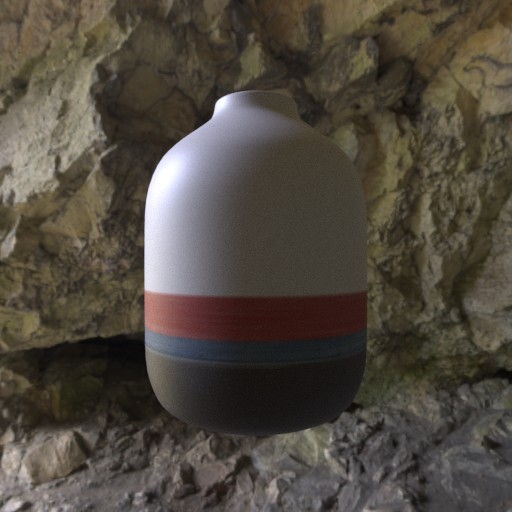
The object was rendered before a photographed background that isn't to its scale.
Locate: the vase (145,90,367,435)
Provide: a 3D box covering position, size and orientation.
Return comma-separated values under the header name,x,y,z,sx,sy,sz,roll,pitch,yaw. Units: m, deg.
name,x,y,z,sx,sy,sz,roll,pitch,yaw
vase,0.000,0.000,0.347,0.169,0.237,0.169,0,0,0
